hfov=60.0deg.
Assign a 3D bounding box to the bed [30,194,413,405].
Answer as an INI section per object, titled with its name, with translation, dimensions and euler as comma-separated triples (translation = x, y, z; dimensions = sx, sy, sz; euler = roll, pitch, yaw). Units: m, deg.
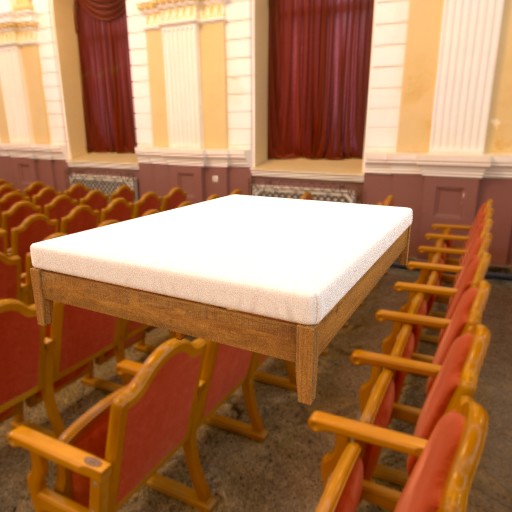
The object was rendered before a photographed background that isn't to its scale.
[bed]
translation = 0.000, 0.000, 2.765
dimensions = 1.536, 0.431, 2.016
euler = 8, 18, 27
